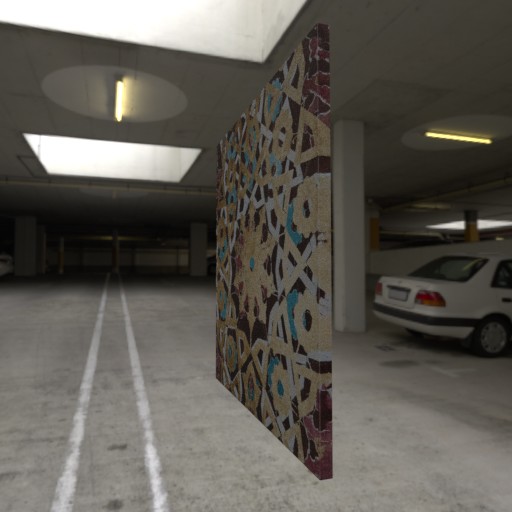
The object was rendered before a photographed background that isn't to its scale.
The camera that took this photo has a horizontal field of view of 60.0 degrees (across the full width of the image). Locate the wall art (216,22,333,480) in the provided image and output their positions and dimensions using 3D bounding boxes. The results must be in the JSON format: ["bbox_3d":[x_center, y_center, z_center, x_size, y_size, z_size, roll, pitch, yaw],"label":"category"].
[{"bbox_3d":[0.000,0.000,1.099,0.028,0.762,0.757,1,-3,-18],"label":"wall art"}]
